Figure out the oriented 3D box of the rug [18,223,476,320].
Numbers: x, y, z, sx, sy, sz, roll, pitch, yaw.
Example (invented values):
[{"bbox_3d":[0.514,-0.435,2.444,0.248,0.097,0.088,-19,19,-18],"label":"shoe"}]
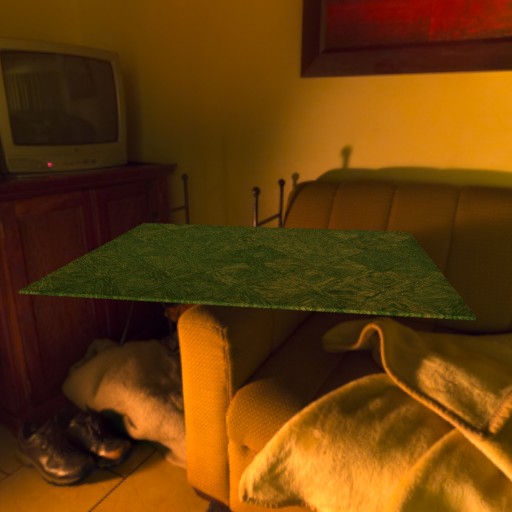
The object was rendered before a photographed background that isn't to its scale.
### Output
[{"bbox_3d":[0.000,0.000,4.206,3.217,0.027,2.405,2,17,8],"label":"rug"}]
